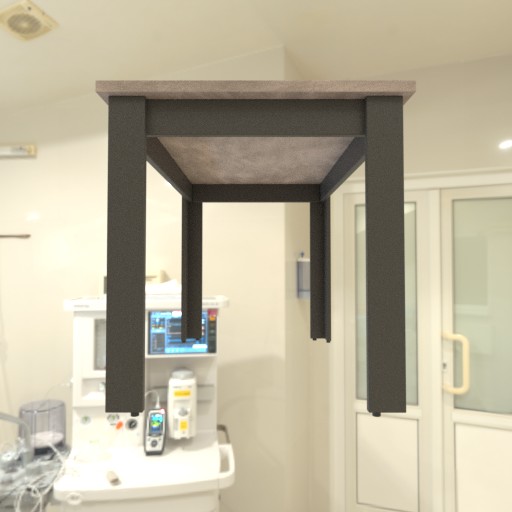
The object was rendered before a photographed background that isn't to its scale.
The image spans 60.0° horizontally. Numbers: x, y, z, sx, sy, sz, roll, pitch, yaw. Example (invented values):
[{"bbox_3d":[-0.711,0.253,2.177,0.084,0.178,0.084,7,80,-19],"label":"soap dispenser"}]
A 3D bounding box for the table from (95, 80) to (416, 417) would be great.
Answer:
[{"bbox_3d":[0.000,0.000,1.505,0.700,0.734,1.100,0,-2,0],"label":"table"}]
